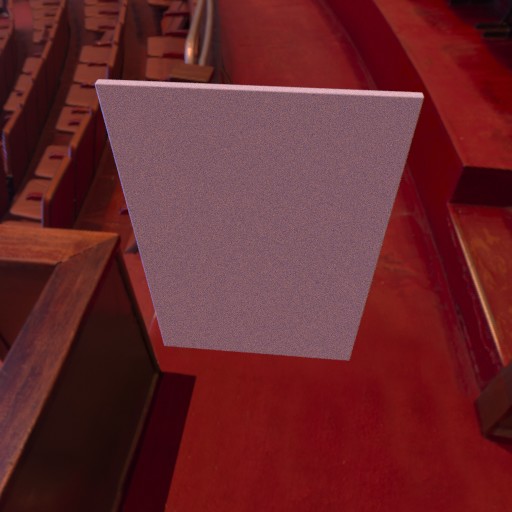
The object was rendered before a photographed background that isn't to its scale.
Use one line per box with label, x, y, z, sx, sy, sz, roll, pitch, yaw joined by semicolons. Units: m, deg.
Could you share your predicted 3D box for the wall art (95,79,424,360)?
wall art;0.000;0.000;0.616;0.329;0.482;0.011;4;46;4
